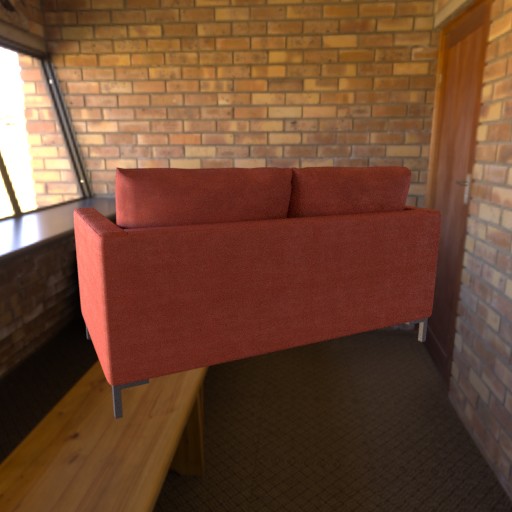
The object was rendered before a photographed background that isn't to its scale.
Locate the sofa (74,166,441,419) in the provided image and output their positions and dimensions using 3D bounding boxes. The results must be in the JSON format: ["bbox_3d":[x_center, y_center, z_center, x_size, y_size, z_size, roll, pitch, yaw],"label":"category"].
[{"bbox_3d":[0.000,0.000,2.169,1.574,0.896,0.864,-7,15,-26],"label":"sofa"}]
